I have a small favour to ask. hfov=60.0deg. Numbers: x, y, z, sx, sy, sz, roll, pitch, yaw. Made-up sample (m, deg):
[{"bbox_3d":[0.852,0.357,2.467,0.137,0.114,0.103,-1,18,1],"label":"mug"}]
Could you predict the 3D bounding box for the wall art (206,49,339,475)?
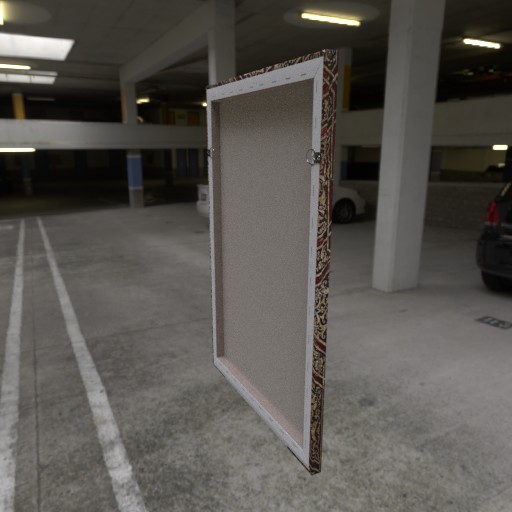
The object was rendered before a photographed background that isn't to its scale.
[{"bbox_3d":[0.000,0.000,1.170,0.030,0.904,0.599,-7,16,-27],"label":"wall art"}]
